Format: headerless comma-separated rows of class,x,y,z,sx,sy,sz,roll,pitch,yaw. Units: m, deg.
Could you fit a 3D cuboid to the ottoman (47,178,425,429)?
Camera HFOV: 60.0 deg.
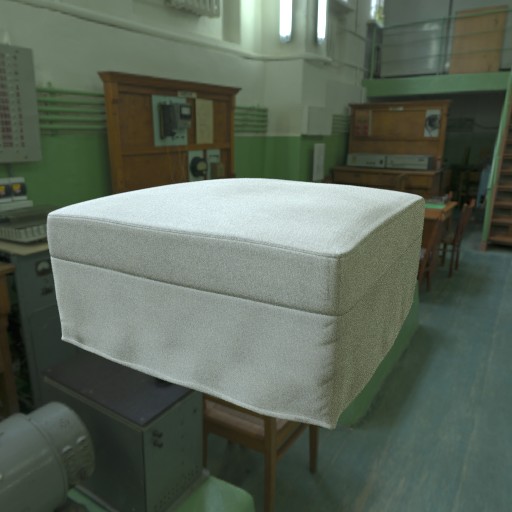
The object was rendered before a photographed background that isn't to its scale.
ottoman,0.000,0.000,1.348,0.842,0.441,0.843,9,18,28
